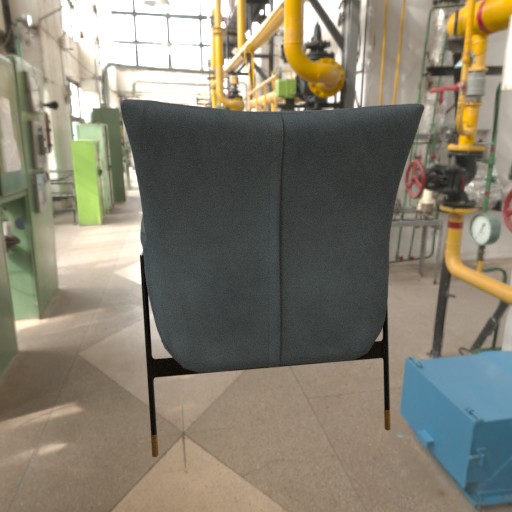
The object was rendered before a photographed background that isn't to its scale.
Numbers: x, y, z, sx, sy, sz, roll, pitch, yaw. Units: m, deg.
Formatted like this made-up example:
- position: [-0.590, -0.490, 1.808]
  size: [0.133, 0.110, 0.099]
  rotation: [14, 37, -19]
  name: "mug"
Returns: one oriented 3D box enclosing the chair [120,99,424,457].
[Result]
- position: [0.000, 0.000, 1.374]
  size: [0.678, 0.858, 0.709]
  rotation: [-2, 15, -9]
  name: "chair"
